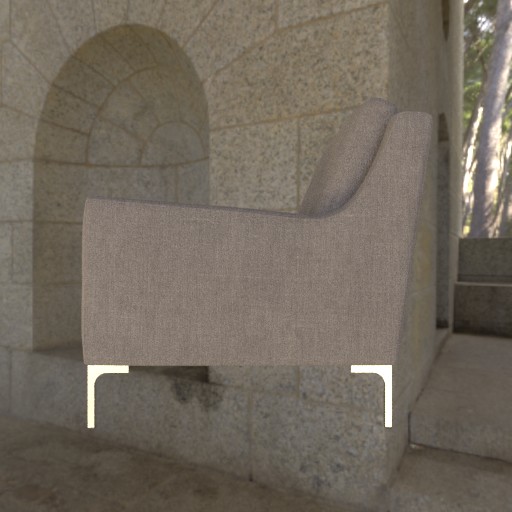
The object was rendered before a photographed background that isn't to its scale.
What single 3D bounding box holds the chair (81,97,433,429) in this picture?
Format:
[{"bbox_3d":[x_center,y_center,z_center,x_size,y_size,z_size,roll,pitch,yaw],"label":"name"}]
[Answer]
[{"bbox_3d":[0.000,0.000,1.459,0.849,0.828,0.847,0,0,0],"label":"chair"}]
